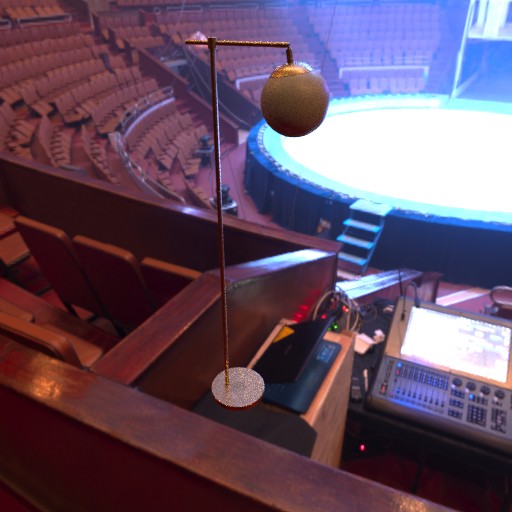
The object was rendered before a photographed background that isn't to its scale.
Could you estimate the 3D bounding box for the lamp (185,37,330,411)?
[{"bbox_3d":[0.000,0.000,1.704,0.476,1.505,0.249,10,31,18],"label":"lamp"}]
